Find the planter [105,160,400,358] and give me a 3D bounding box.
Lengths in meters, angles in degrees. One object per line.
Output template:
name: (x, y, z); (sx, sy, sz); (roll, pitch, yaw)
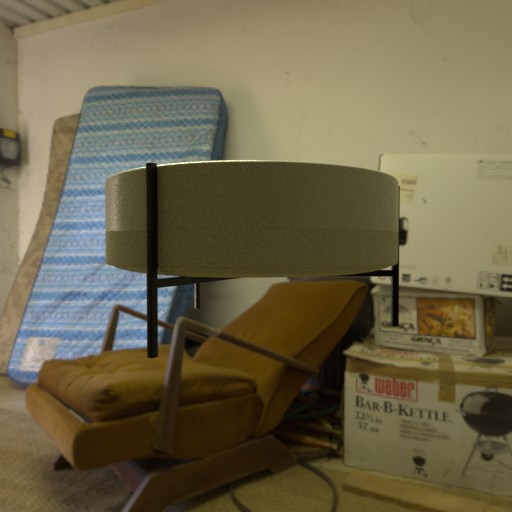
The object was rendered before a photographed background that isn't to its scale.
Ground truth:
planter: (0.000, 0.000, 0.536); (0.345, 0.171, 0.336); (0, 1, 0)
